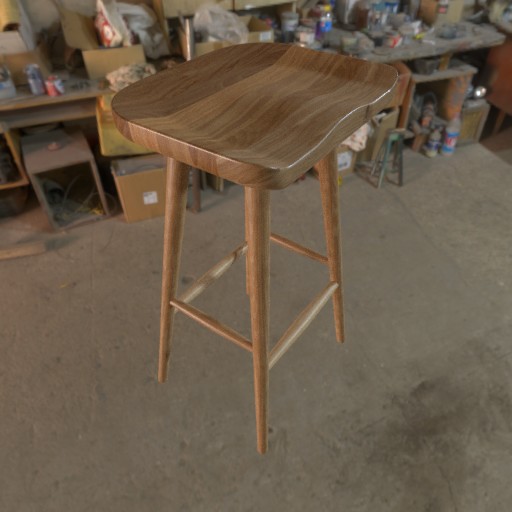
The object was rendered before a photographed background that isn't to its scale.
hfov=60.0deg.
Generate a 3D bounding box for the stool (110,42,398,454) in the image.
[{"bbox_3d":[0.000,0.000,0.907,0.322,0.698,0.407,25,47,26],"label":"stool"}]
